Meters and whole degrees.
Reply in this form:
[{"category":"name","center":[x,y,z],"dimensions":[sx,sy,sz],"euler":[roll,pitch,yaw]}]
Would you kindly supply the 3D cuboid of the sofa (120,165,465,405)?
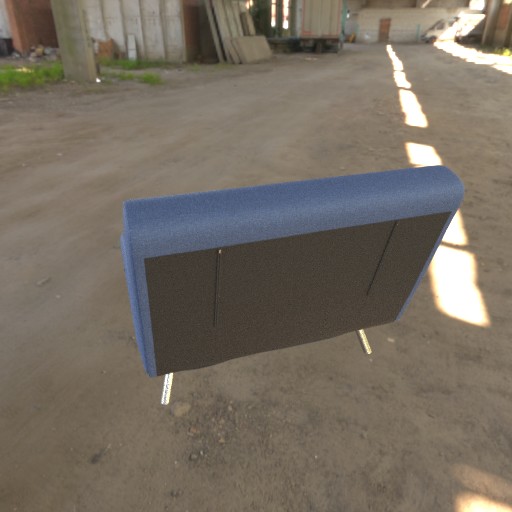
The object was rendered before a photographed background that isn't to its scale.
[{"category":"sofa","center":[0.000,0.000,1.754],"dimensions":[0.999,0.860,0.996],"euler":[-9,29,-17]}]
